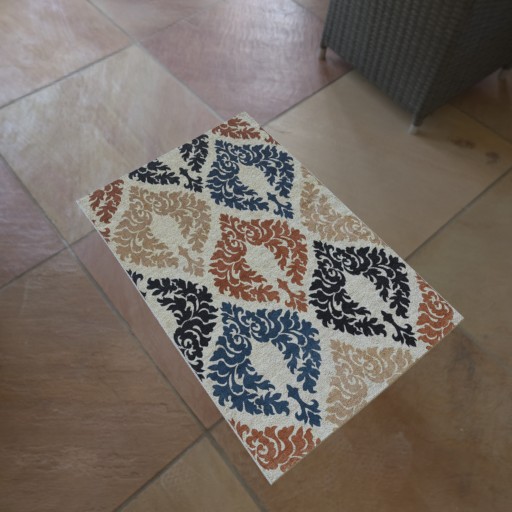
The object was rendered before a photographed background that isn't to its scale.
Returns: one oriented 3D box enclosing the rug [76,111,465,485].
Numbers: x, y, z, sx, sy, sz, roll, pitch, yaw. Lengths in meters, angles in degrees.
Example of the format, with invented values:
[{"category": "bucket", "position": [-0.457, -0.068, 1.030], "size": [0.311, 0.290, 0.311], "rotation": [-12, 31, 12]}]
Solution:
[{"category": "rug", "position": [0.000, 0.000, 2.945], "size": [1.514, 0.014, 2.275], "rotation": [-33, 66, -17]}]
